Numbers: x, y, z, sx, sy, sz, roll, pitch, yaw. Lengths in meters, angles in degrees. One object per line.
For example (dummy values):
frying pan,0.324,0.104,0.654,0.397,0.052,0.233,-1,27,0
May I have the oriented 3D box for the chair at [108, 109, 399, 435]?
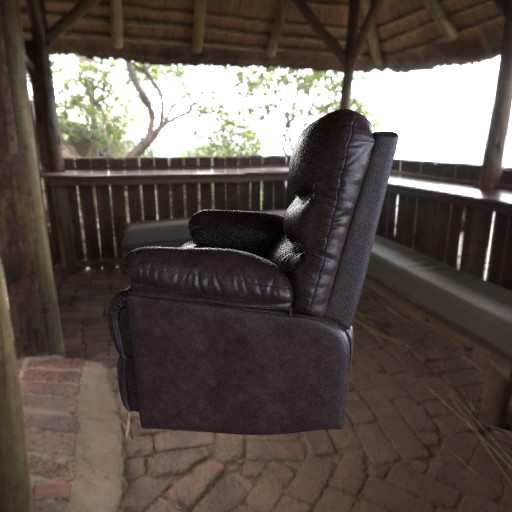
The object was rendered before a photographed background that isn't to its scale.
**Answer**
chair,0.000,0.000,1.704,0.879,1.041,0.940,2,15,8
